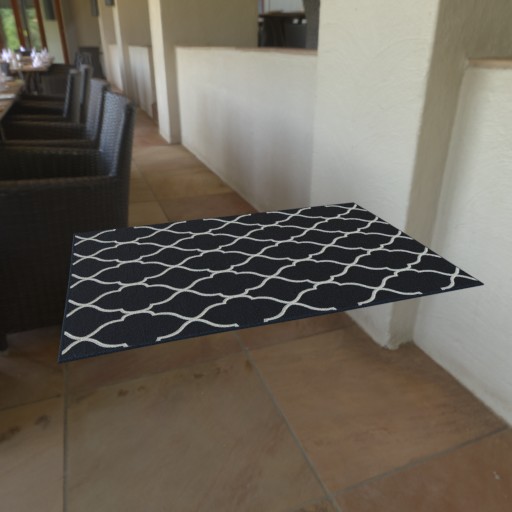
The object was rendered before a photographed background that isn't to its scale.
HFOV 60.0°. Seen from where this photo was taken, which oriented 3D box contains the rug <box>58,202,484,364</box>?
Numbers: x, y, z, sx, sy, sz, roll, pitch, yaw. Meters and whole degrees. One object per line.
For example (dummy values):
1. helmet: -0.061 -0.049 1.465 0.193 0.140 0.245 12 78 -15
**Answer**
1. rug: 0.000 0.000 2.881 2.290 0.014 1.526 -8 27 -16
